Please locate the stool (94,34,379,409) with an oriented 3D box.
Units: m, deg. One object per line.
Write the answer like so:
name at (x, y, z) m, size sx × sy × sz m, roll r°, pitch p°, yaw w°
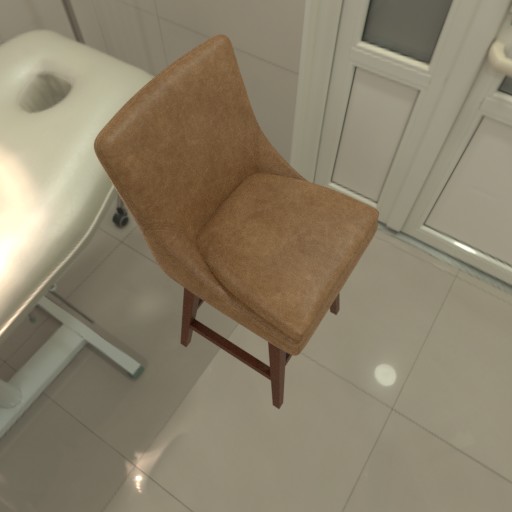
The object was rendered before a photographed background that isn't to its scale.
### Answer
stool at (0.000, 0.000, 1.386) m, size 0.572 × 1.079 × 0.487 m, roll 29°, pitch 63°, yaw 16°
